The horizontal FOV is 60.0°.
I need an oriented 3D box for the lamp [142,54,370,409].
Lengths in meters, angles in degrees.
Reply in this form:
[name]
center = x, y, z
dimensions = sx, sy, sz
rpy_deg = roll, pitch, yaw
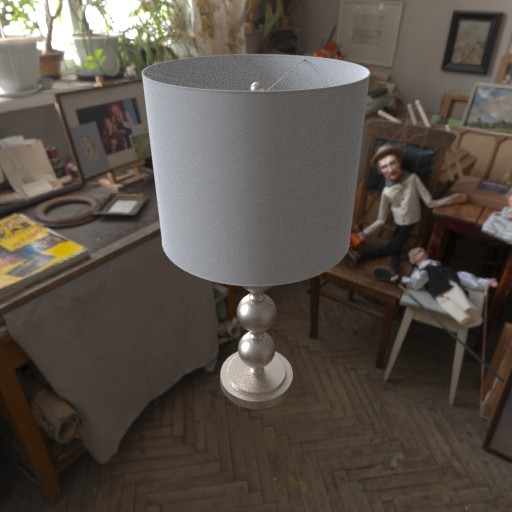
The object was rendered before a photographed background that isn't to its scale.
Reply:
[lamp]
center = 0.000, 0.000, 0.684
dimensions = 0.277, 0.538, 0.277
rpy_deg = -1, 31, -2
